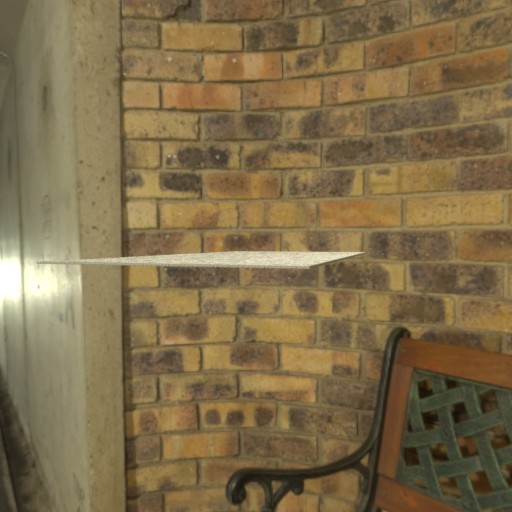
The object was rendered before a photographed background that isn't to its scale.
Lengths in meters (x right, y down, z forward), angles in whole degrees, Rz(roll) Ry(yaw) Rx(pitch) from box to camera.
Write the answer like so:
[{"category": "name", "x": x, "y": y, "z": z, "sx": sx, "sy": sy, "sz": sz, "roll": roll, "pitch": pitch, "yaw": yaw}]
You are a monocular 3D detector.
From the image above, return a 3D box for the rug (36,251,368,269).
[{"category": "rug", "x": 0.000, "y": 0.000, "z": 3.652, "sx": 1.546, "sy": 0.011, "sz": 3.048, "roll": 1, "pitch": 2, "yaw": 19}]
